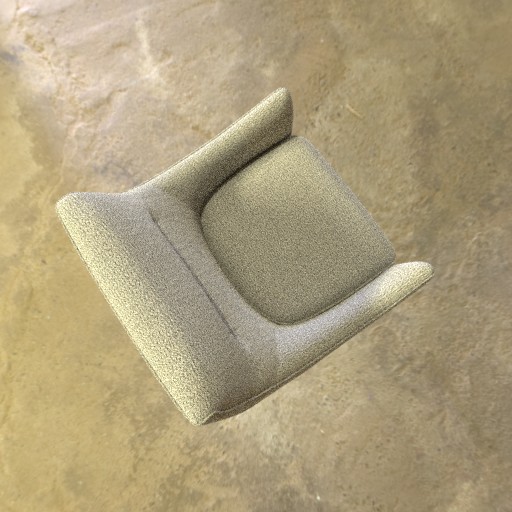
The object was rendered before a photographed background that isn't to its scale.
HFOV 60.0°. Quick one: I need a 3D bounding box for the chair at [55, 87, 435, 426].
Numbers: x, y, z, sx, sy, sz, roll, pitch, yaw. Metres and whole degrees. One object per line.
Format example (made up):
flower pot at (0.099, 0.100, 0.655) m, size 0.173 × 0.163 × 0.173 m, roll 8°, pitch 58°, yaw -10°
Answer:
chair at (0.000, 0.000, 1.427) m, size 0.787 × 0.838 × 0.762 m, roll -34°, pitch 79°, yaw -8°
